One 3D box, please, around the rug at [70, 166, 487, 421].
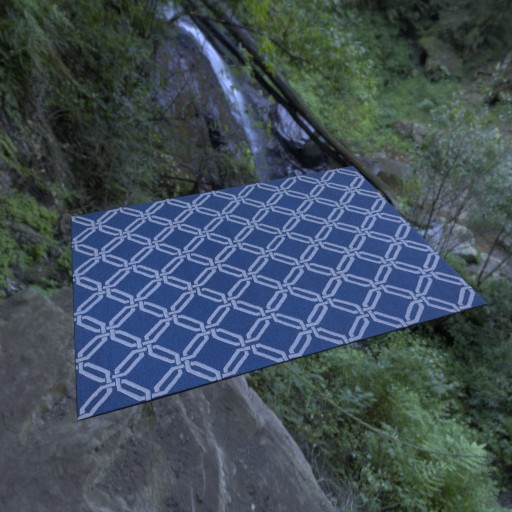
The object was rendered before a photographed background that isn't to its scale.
[{"bbox_3d":[0.000,0.000,4.237,3.342,0.018,2.432,-12,43,-14],"label":"rug"}]
